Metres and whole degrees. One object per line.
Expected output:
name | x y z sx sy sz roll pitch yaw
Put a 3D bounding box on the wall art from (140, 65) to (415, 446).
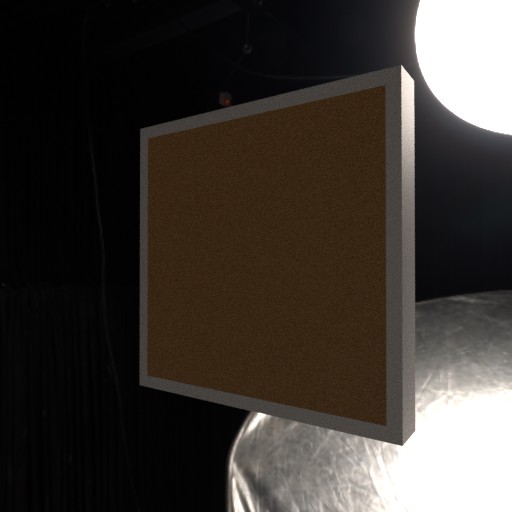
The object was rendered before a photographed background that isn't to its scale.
wall art | 0.000 0.000 0.452 0.305 0.302 0.038 0 -1 34
